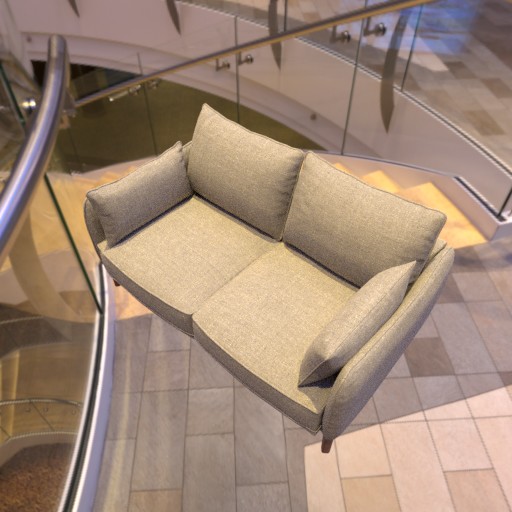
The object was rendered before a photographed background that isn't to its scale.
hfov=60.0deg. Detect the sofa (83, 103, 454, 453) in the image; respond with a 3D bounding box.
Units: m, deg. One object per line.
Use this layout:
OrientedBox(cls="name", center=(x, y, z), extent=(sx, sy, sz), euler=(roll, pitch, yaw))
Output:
OrientedBox(cls="sofa", center=(0.000, 0.000, 2.165), extent=(1.580, 0.851, 0.972), euler=(32, 54, 27))
